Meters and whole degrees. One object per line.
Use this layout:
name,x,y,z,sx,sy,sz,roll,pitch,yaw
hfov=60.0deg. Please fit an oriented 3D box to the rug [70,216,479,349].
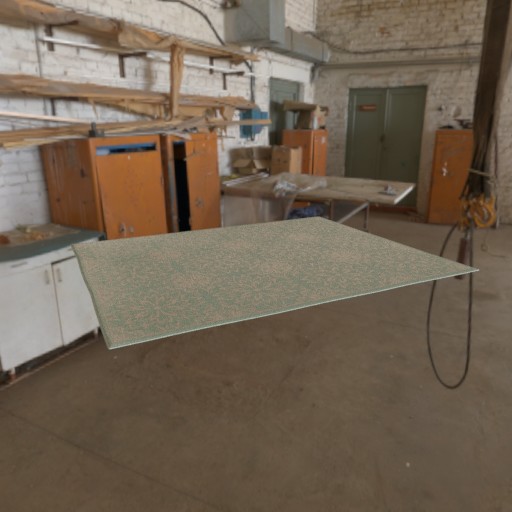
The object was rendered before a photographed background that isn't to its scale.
rug,0.000,0.000,4.064,2.980,0.012,2.363,-8,19,-25
